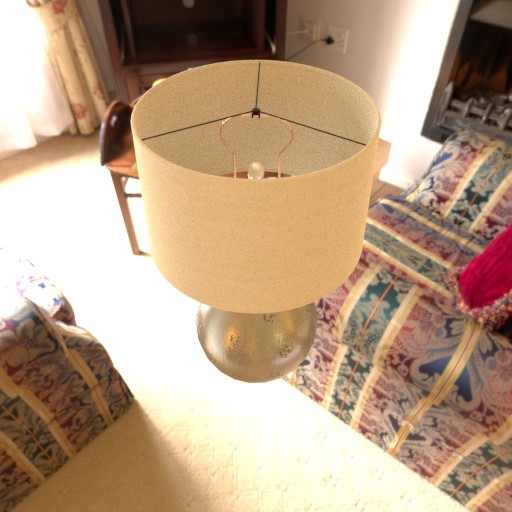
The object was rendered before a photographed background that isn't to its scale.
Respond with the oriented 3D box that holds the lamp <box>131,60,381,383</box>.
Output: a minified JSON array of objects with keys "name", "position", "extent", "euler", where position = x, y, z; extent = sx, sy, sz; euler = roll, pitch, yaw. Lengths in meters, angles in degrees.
[{"name":"lamp","position":[0.000,0.000,0.737],"extent":[0.330,0.521,0.330],"euler":[0,45,0]}]
